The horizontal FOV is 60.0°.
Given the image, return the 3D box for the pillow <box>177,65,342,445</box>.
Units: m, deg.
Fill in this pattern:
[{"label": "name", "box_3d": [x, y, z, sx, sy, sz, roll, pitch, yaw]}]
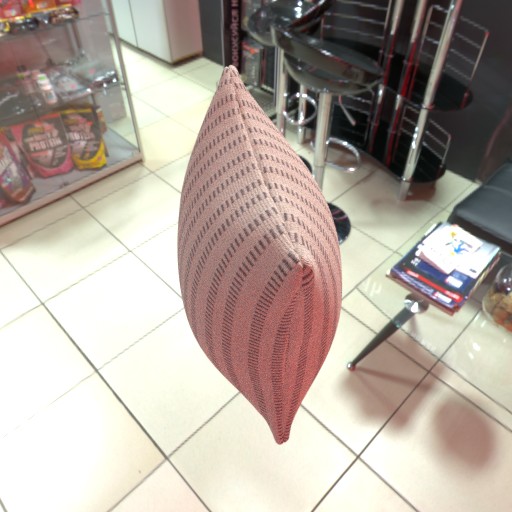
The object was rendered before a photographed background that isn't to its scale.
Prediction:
[{"label": "pillow", "box_3d": [0.000, 0.000, 0.692, 0.247, 0.419, 0.438, -9, 47, -8]}]
